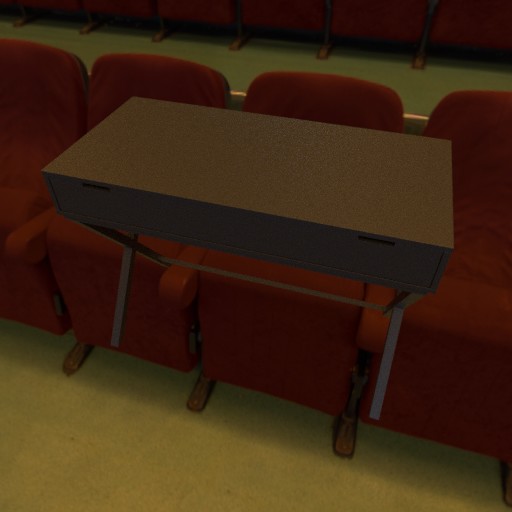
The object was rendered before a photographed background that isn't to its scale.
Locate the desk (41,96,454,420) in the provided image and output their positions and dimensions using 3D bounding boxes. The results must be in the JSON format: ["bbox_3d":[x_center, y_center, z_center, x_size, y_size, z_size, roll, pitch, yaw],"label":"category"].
[{"bbox_3d":[0.000,0.000,1.519,1.057,0.780,0.504,12,44,13],"label":"desk"}]
